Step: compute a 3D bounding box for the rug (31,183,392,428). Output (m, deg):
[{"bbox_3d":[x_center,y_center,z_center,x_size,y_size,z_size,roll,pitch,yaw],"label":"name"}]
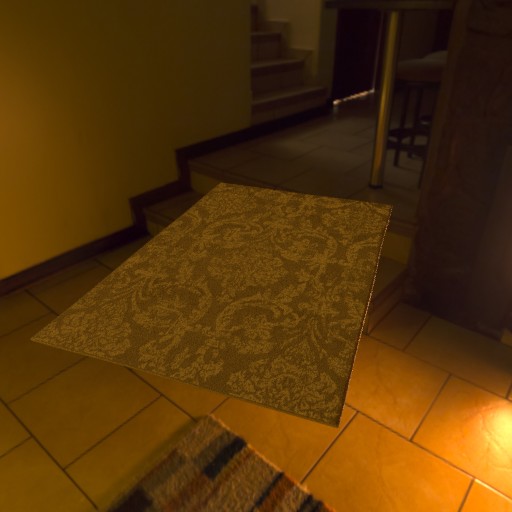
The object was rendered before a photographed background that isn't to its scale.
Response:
[{"bbox_3d":[0.000,0.000,2.288,1.206,0.012,1.824,10,31,17],"label":"rug"}]
